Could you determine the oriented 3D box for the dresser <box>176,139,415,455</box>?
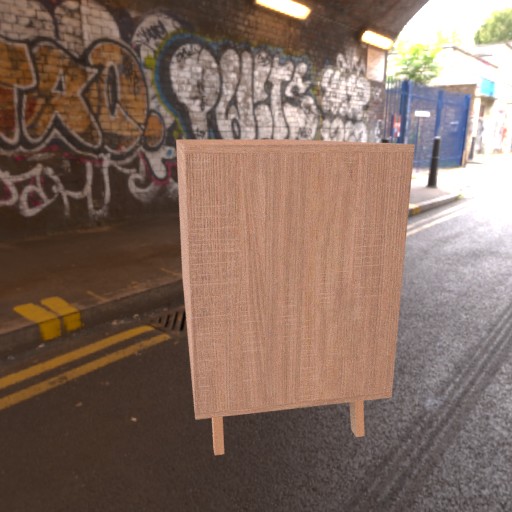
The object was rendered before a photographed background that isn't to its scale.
[{"bbox_3d":[0.000,0.000,1.555,0.500,0.780,1.110,-3,16,-10],"label":"dresser"}]
